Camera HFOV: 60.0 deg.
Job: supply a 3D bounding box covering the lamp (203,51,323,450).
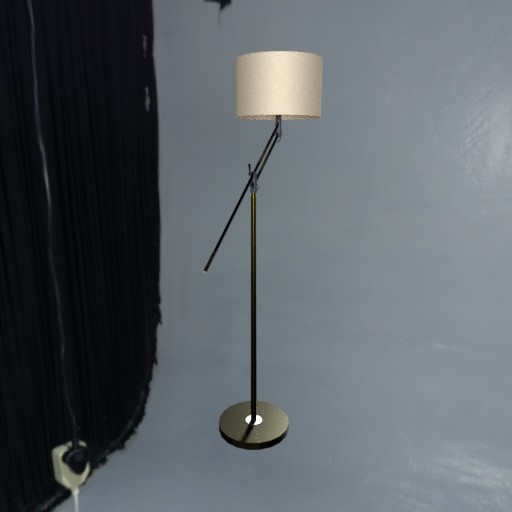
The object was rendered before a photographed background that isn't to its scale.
[{"bbox_3d":[0.000,0.000,1.896,0.373,1.635,0.809,7,16,26],"label":"lamp"}]
